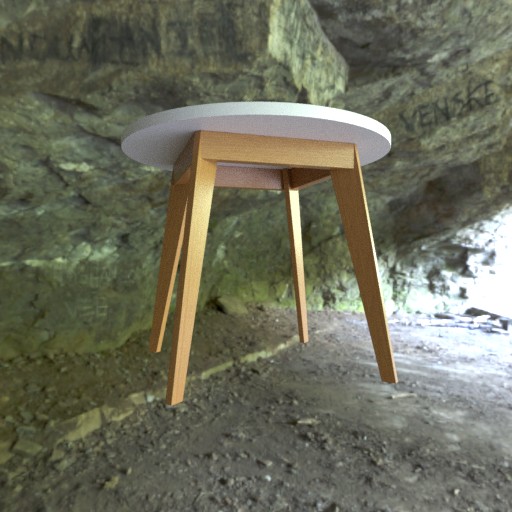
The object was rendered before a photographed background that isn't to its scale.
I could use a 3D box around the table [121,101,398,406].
[{"bbox_3d":[0.000,0.000,1.539,0.896,0.762,0.896,0,0,0],"label":"table"}]
